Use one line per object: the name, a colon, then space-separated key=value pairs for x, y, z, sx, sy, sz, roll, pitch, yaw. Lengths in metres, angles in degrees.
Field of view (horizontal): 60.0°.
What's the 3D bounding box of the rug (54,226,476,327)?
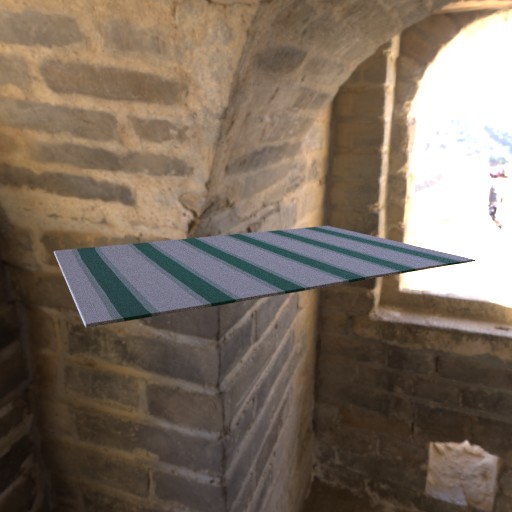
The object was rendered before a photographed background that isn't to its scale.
rug: x=0.000 y=0.000 z=2.293 sx=1.829 sy=0.012 sz=1.210 roll=-7 pitch=15 yaw=-27
